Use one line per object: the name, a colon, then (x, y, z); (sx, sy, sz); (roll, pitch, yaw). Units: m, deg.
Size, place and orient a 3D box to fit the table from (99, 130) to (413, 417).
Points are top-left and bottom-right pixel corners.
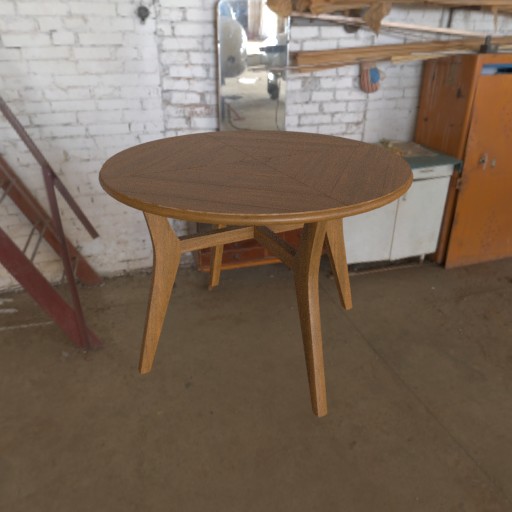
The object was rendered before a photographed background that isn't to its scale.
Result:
table: (0.000, 0.000, 1.722); (1.055, 0.757, 1.055); (0, 27, 0)
